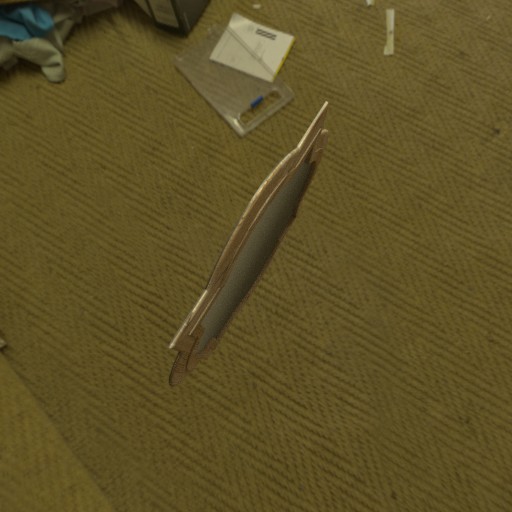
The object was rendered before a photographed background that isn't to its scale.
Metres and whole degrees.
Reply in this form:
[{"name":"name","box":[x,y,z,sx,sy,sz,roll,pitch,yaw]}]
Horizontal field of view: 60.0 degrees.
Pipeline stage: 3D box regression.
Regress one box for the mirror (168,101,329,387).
[{"name":"mirror","box":[0.000,0.000,1.061,0.019,0.686,0.686,30,77,8]}]
